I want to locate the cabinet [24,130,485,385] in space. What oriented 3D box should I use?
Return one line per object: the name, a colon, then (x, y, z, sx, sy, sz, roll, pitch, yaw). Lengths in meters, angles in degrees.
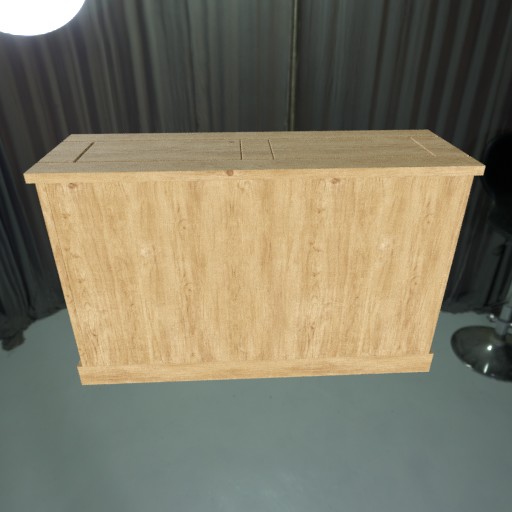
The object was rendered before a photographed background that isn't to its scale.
cabinet: (0.000, 0.000, 1.653, 1.321, 0.810, 0.432, -1, 30, -3)
